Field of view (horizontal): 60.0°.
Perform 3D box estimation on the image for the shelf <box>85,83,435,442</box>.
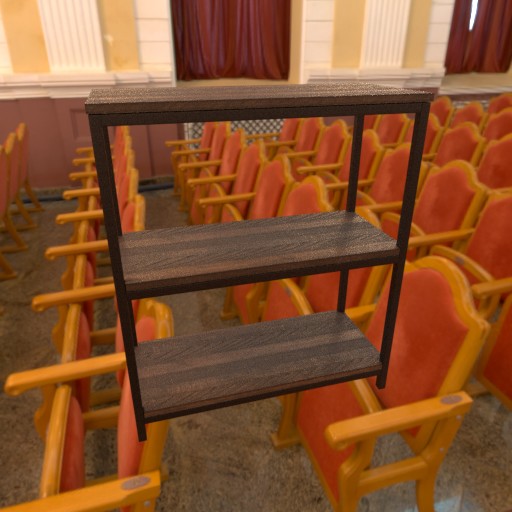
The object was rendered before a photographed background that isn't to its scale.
[{"bbox_3d":[0.000,0.000,1.353,0.822,0.947,0.352,-7,26,-15],"label":"shelf"}]
